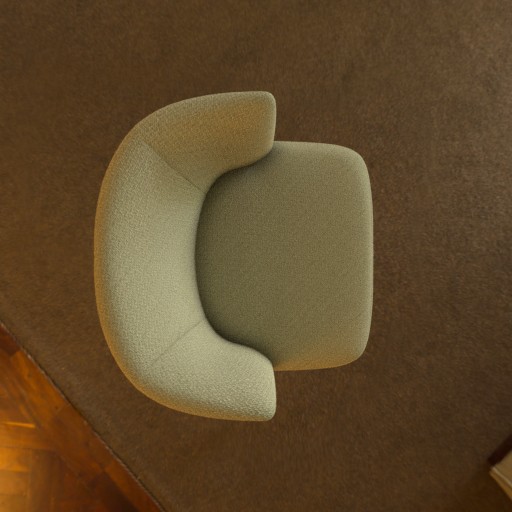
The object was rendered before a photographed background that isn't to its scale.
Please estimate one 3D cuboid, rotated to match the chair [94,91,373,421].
[{"bbox_3d":[0.000,0.000,1.265,0.660,0.760,0.700,0,90,0],"label":"chair"}]
